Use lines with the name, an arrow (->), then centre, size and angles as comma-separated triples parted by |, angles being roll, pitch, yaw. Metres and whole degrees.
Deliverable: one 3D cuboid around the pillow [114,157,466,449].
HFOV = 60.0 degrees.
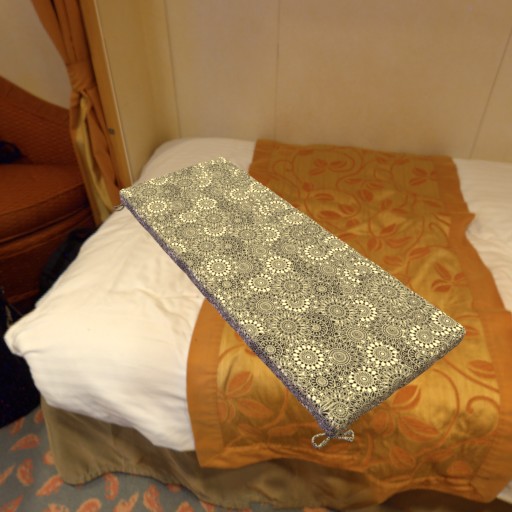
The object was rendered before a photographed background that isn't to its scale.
pillow -> 0.000, 0.000, 1.371 | 0.492, 0.081, 1.187 | -25, 46, -27
